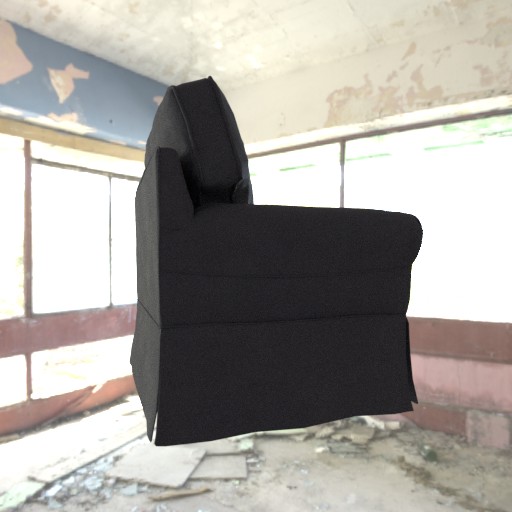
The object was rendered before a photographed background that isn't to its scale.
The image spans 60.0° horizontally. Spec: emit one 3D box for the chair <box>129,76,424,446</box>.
[{"bbox_3d":[0.000,0.000,1.912,1.002,1.140,1.119,0,-1,-19],"label":"chair"}]
